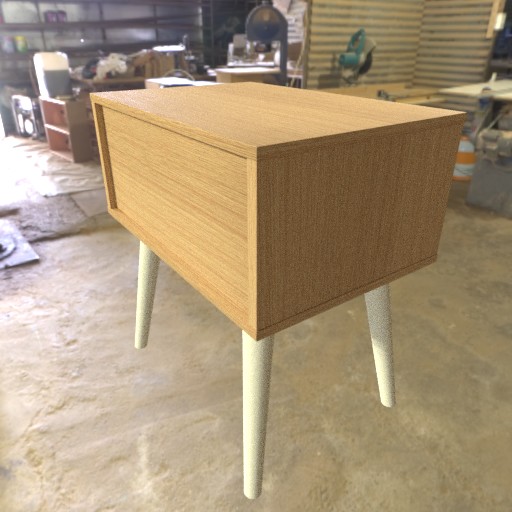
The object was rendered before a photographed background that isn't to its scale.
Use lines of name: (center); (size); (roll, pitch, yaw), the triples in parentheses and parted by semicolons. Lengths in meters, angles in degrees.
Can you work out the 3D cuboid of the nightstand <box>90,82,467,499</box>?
nightstand: (0.000, 0.000, 0.916); (0.407, 0.610, 0.571); (-18, 32, -31)
